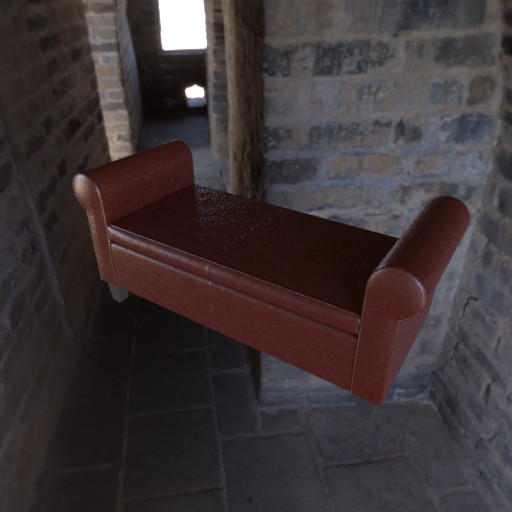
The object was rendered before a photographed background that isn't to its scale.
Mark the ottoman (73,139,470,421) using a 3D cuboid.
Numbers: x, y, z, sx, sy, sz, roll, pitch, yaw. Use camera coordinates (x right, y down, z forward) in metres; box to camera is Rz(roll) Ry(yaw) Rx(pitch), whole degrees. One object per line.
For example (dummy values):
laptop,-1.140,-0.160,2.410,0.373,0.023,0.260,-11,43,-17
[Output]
ottoman,0.000,0.000,1.591,1.256,0.547,0.521,19,36,28
